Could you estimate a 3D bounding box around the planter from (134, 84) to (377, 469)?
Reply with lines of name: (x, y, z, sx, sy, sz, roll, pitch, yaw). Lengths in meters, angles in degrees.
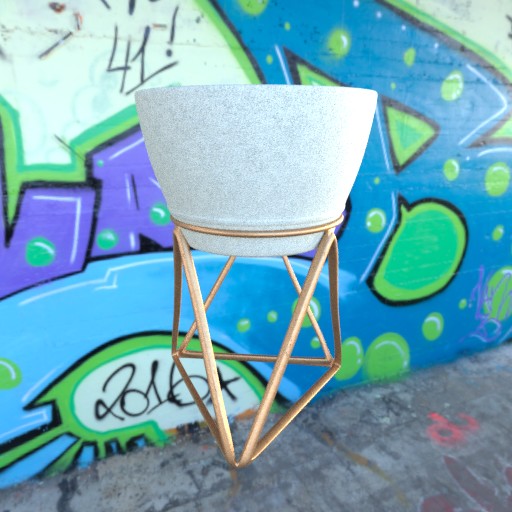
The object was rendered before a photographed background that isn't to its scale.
planter: (0.000, 0.000, 0.732, 0.350, 0.504, 0.350, -8, 19, -24)
